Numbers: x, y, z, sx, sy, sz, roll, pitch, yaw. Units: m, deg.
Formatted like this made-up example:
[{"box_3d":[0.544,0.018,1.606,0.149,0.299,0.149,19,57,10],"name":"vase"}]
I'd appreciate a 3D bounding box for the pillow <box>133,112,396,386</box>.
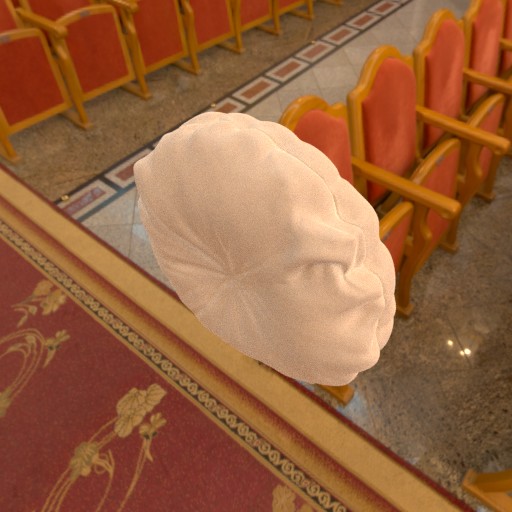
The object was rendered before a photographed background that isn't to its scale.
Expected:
[{"box_3d":[0.000,0.000,0.635,0.428,0.407,0.148,31,54,26],"name":"pillow"}]
